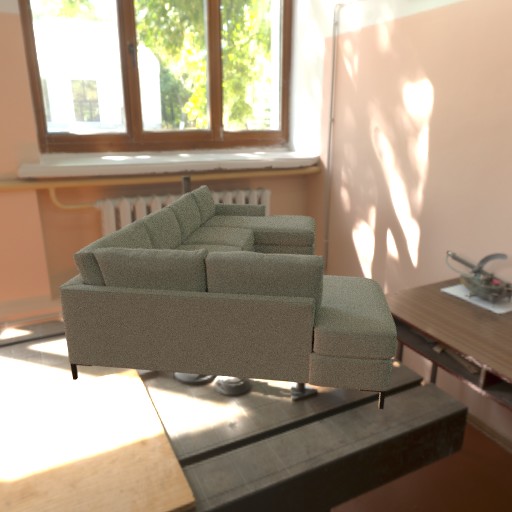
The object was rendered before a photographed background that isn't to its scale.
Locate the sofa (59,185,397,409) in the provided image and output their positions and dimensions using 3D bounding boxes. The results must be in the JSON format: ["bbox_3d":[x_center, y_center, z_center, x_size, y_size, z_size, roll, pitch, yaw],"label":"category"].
[{"bbox_3d":[0.000,0.000,3.916,1.989,0.862,2.984,2,17,8],"label":"sofa"}]
